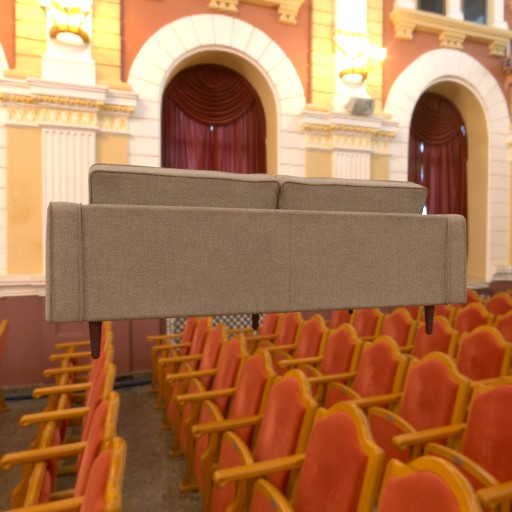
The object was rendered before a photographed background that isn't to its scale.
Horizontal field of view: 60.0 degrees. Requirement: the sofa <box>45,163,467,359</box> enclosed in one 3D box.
[{"bbox_3d":[0.000,0.000,2.265,1.879,0.762,0.914,0,1,-19],"label":"sofa"}]
